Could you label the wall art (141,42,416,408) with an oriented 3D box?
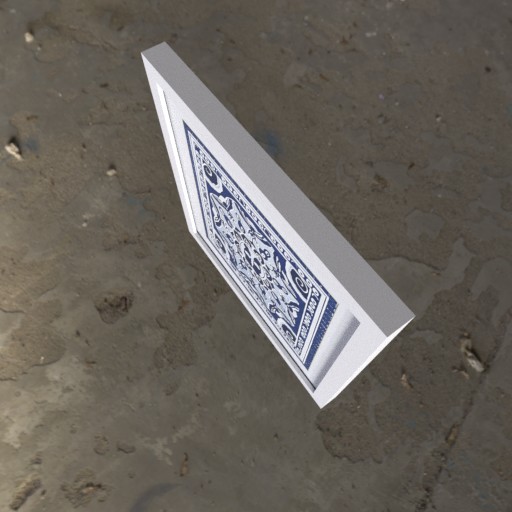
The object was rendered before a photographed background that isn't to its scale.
[{"bbox_3d":[0.000,0.000,0.536,0.027,0.355,0.355,-32,68,-15],"label":"wall art"}]
